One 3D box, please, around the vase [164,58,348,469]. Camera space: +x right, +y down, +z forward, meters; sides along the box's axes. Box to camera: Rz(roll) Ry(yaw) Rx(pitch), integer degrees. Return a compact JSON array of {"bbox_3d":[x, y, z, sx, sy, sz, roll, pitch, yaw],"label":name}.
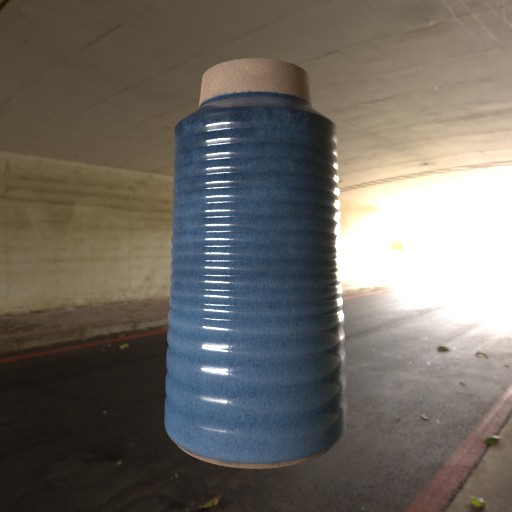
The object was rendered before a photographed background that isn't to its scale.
[{"bbox_3d":[0.000,0.000,0.401,0.163,0.316,0.163,0,1,0],"label":"vase"}]
